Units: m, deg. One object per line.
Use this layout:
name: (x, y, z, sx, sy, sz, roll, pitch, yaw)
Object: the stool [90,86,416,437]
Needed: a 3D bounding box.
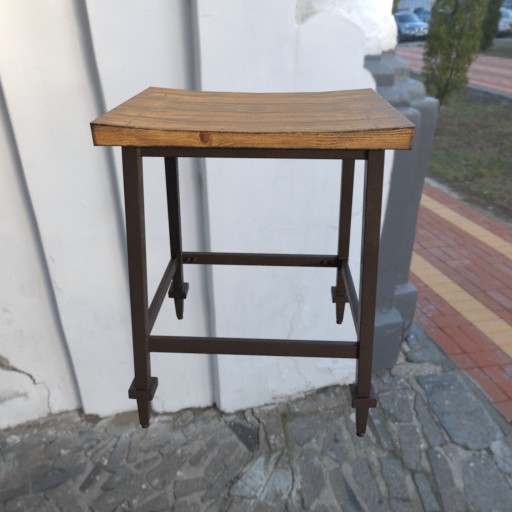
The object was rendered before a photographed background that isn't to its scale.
stool: (0.000, 0.000, 0.938, 0.486, 0.625, 0.405, 1, 29, 2)
